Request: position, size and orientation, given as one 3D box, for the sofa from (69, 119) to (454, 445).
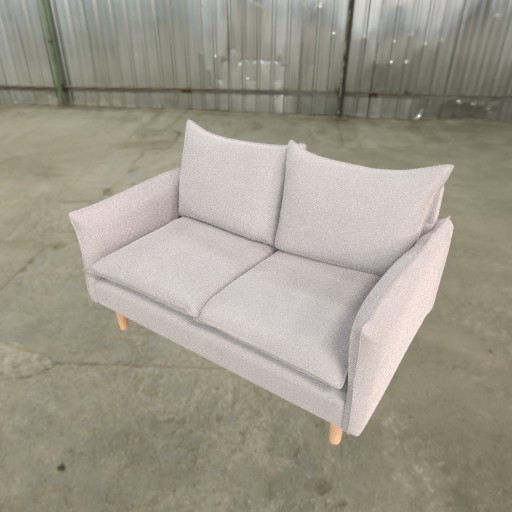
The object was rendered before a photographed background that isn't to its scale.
[{"bbox_3d":[0.000,0.000,1.800,1.300,0.840,0.820,19,36,29],"label":"sofa"}]
